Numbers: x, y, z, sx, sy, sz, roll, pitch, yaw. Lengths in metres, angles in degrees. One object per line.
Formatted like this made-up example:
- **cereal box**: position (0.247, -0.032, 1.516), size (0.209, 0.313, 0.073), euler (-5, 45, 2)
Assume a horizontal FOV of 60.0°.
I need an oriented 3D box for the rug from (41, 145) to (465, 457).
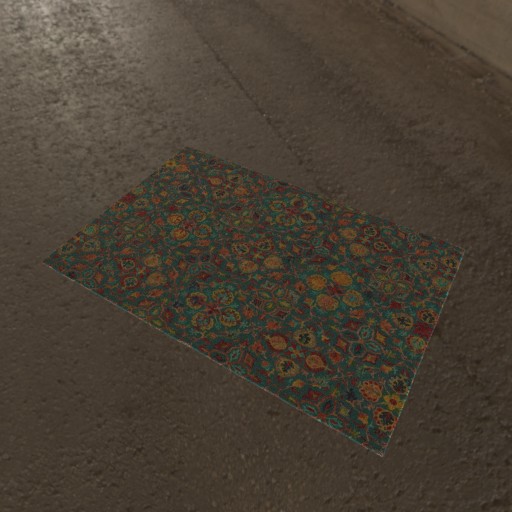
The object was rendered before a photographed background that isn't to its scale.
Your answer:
- **rug**: position (0.000, 0.000, 2.865), size (2.290, 0.016, 1.527), euler (24, 52, 21)
